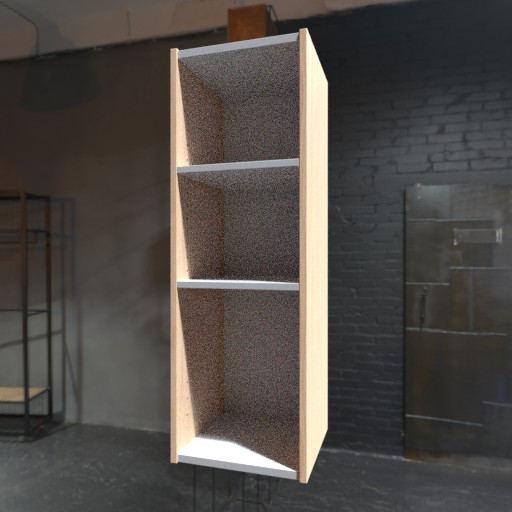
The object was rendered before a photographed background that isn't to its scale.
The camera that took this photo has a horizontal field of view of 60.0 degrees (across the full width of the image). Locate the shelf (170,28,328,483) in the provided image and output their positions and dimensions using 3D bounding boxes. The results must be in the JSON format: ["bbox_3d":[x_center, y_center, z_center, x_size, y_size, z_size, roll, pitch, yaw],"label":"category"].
[{"bbox_3d":[0.000,0.000,1.058,0.300,0.900,0.290,0,0,17],"label":"shelf"}]
